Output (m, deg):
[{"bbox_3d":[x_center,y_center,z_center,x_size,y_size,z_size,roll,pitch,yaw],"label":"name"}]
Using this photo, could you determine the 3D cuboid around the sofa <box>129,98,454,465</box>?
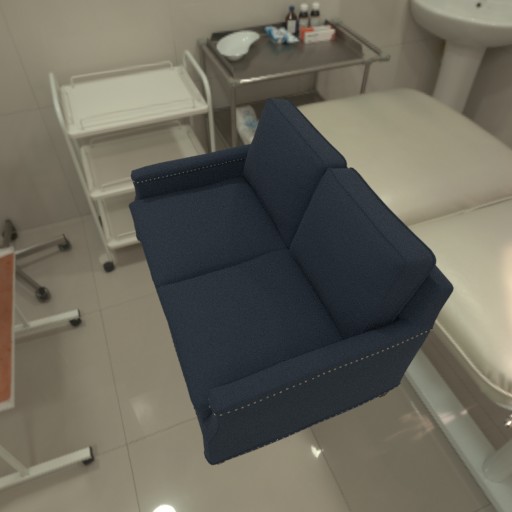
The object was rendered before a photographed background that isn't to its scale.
[{"bbox_3d":[0.000,0.000,2.309,1.084,1.003,1.597,-16,49,-15],"label":"sofa"}]
